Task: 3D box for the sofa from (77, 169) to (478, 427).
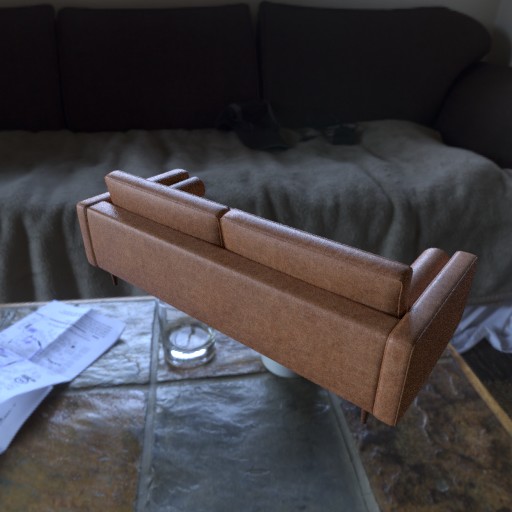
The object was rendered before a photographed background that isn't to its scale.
[{"bbox_3d":[0.000,0.000,2.602,2.200,0.770,0.919,21,36,32],"label":"sofa"}]
